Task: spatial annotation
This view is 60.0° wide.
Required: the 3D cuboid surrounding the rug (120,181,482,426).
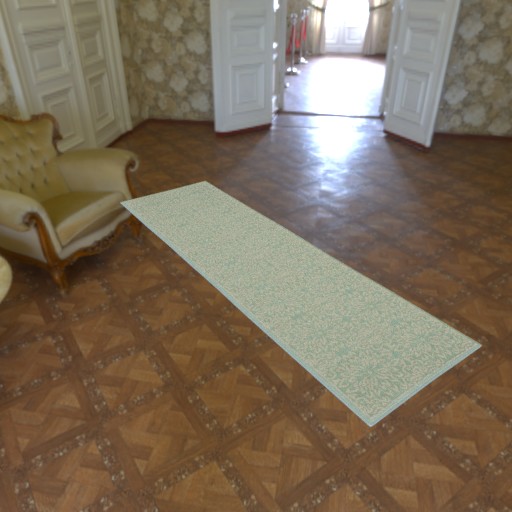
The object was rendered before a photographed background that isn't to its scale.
[{"bbox_3d":[0.000,0.000,2.381,0.662,0.011,2.196,-21,37,-30],"label":"rug"}]
